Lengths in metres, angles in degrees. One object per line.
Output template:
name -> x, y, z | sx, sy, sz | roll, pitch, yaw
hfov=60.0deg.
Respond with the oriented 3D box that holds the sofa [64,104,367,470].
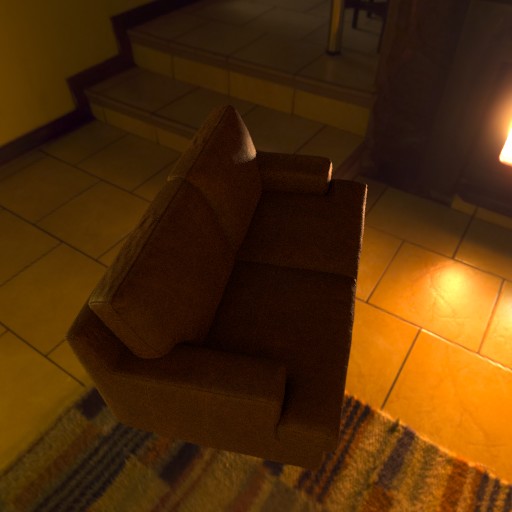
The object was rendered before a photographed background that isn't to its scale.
sofa -> 0.000, 0.000, 2.461 | 1.143, 0.939, 1.880 | 10, 46, 10
